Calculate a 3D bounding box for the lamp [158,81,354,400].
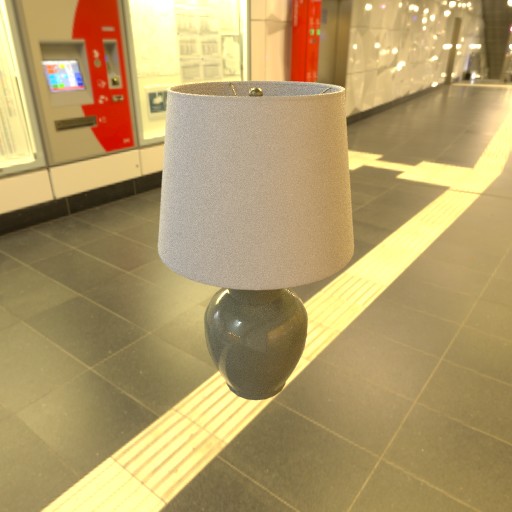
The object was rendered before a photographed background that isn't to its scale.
[{"bbox_3d":[0.000,0.000,0.560,0.239,0.399,0.239,0,26,0],"label":"lamp"}]
